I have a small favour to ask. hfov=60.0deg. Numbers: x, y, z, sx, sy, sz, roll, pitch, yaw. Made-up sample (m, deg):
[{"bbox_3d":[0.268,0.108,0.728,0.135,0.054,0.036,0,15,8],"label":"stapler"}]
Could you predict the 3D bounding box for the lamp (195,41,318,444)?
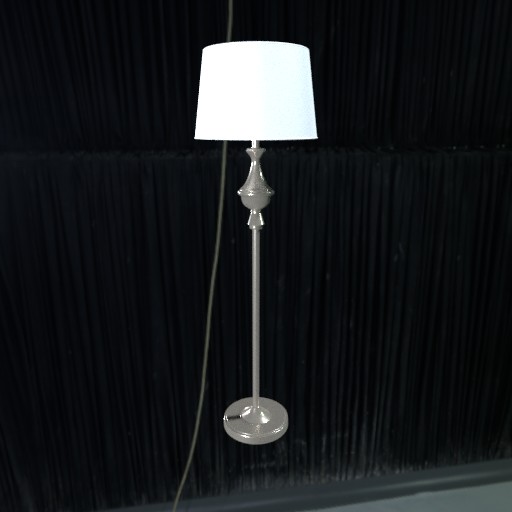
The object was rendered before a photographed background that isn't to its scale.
[{"bbox_3d":[0.000,0.000,1.690,0.431,1.488,0.431,0,16,0],"label":"lamp"}]
